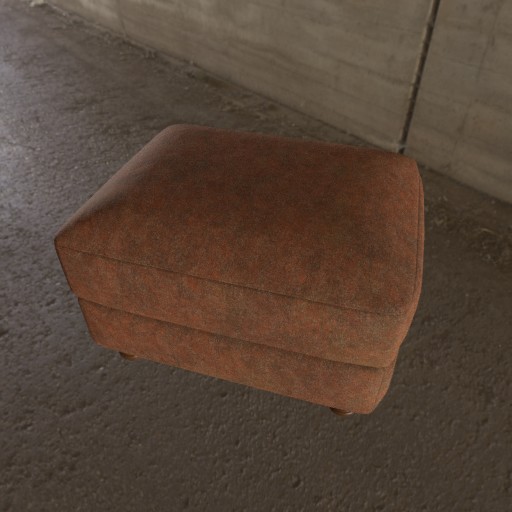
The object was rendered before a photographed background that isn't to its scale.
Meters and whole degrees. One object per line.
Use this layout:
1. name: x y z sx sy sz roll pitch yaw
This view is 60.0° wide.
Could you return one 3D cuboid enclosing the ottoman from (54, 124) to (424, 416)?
1. ottoman: 0.000 0.000 1.174 0.787 0.508 0.635 11 42 13
